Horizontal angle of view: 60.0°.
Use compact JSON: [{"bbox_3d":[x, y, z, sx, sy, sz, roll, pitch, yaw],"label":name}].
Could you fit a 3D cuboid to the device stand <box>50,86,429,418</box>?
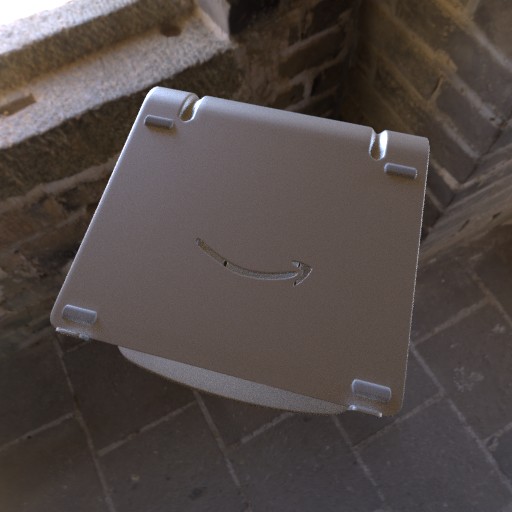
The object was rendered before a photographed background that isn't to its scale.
[{"bbox_3d":[0.000,0.000,0.394,0.256,0.155,0.236,13,64,7],"label":"device stand"}]
